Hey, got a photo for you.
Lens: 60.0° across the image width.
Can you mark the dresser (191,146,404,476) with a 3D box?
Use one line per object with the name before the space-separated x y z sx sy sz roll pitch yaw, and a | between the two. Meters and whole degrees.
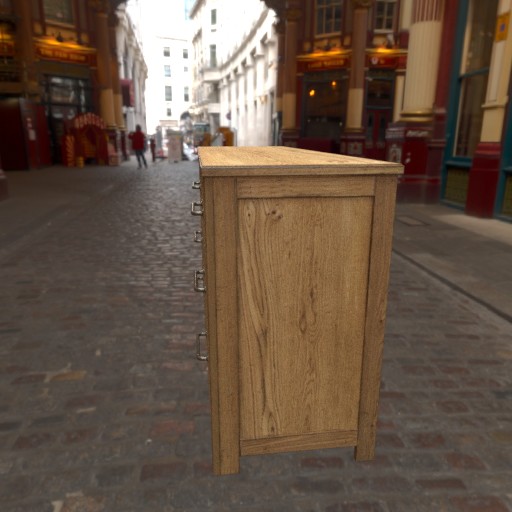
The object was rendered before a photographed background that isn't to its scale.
dresser | 0.000 0.000 2.038 0.563 0.932 1.657 -2 16 -7
